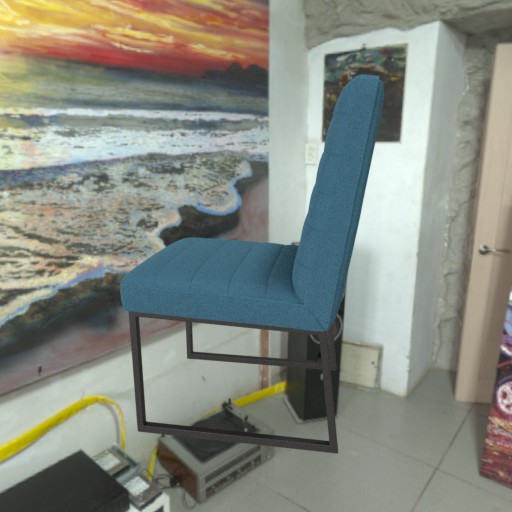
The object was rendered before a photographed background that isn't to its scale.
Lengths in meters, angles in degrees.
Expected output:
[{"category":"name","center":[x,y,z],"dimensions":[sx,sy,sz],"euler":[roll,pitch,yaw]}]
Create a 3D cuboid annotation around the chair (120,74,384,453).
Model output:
[{"category":"chair","center":[0.000,0.000,1.306],"dimensions":[0.634,0.930,0.520],"euler":[2,14,9]}]
